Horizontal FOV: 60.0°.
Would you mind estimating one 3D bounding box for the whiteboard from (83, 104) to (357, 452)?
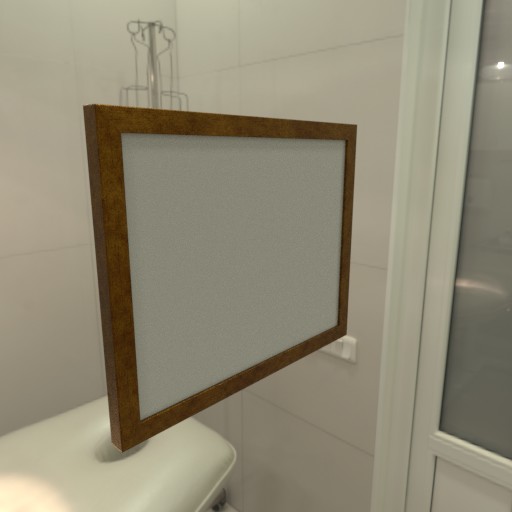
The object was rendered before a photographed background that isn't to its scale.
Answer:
[{"bbox_3d":[0.000,0.000,0.765,0.029,0.457,0.561,12,18,43],"label":"whiteboard"}]
